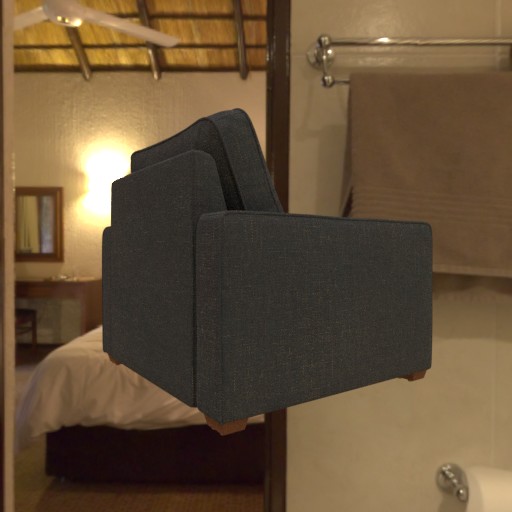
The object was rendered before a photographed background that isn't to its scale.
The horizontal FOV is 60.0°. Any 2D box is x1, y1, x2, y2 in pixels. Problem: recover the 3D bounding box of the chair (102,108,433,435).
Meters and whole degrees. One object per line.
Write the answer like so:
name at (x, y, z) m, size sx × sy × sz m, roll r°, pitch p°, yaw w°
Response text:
chair at (0.000, 0.000, 1.775) m, size 0.940 × 0.919 × 1.017 m, roll -1°, pitch 1°, yaw -35°
